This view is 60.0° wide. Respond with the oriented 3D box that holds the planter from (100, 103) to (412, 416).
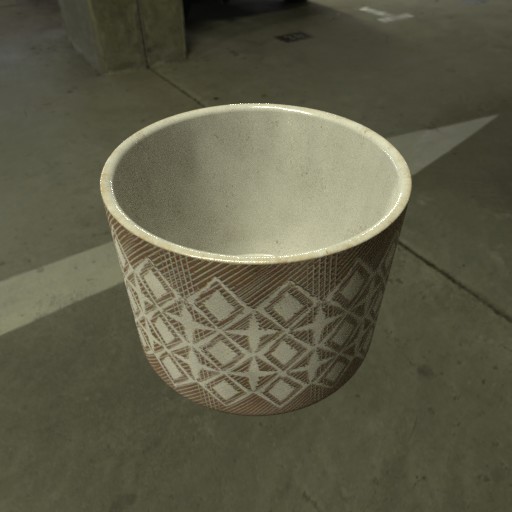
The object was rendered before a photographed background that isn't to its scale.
[{"bbox_3d":[0.000,0.000,0.219,0.126,0.104,0.126,0,41,0],"label":"planter"}]
